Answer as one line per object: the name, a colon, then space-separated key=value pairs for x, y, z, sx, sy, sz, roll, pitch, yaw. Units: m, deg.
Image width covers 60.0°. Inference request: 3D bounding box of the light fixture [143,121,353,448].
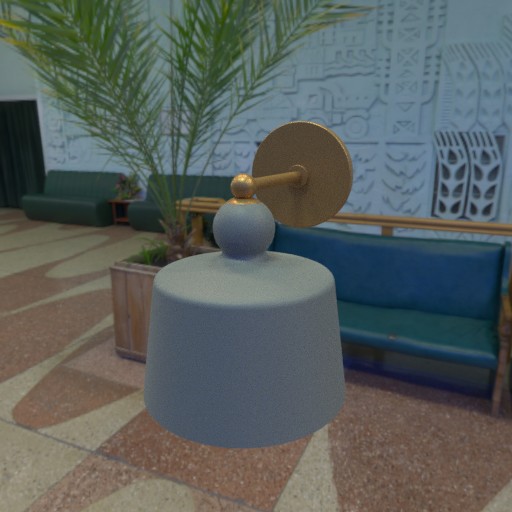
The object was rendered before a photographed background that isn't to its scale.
light fixture: x=0.000 y=0.000 z=0.446 sx=0.204 sy=0.268 sz=0.254 roll=7 pitch=16 yaw=26
